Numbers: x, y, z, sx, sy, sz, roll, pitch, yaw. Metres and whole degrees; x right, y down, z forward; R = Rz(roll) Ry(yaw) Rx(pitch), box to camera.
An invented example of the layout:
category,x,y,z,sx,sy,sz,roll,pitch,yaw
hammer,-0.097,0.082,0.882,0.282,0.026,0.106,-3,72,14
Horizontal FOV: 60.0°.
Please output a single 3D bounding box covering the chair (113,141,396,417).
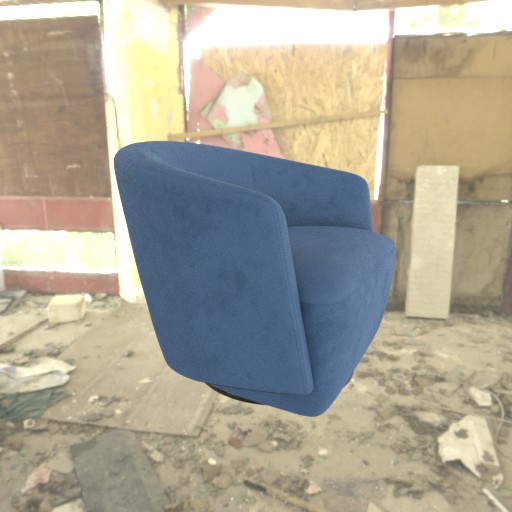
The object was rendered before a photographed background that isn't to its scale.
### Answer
category,x,y,z,sx,sy,sz,roll,pitch,yaw
chair,0.000,0.000,1.382,0.767,0.698,0.773,7,16,26
